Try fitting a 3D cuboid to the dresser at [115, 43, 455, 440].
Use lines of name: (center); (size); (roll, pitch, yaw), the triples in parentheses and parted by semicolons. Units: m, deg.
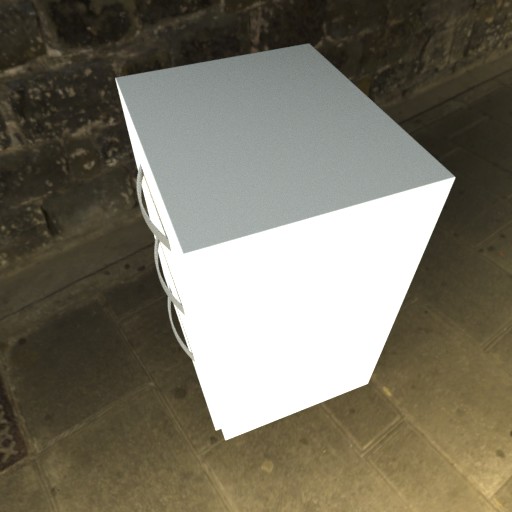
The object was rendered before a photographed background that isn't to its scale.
dresser: (0.000, 0.000, 0.823); (0.360, 0.560, 0.400); (-17, 51, -14)
